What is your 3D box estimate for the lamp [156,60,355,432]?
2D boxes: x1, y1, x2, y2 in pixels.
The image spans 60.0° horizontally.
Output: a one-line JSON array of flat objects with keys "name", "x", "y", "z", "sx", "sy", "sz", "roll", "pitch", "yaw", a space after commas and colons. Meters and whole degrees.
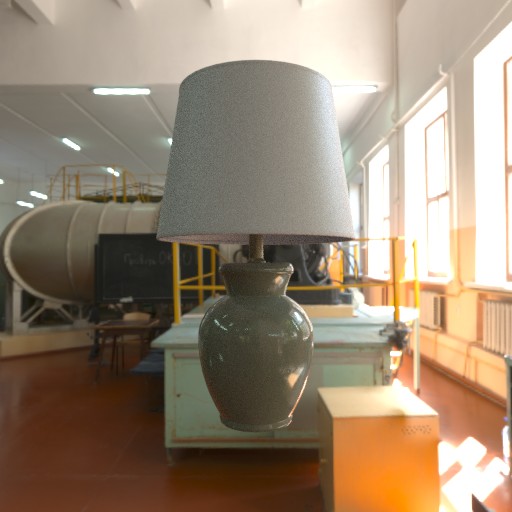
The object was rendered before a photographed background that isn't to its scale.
[{"name": "lamp", "x": 0.000, "y": 0.000, "z": 0.545, "sx": 0.239, "sy": 0.399, "sz": 0.239, "roll": 0, "pitch": -1, "yaw": 0}]
